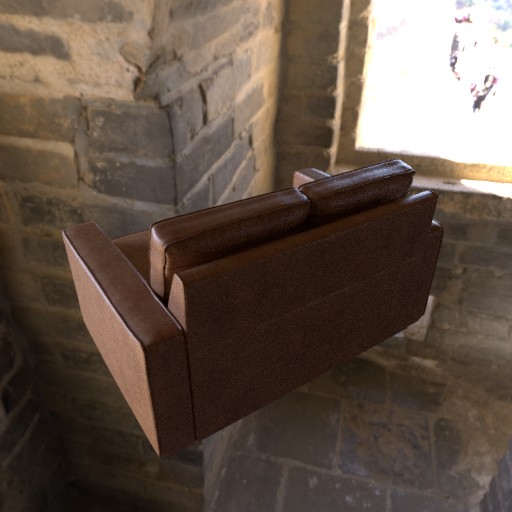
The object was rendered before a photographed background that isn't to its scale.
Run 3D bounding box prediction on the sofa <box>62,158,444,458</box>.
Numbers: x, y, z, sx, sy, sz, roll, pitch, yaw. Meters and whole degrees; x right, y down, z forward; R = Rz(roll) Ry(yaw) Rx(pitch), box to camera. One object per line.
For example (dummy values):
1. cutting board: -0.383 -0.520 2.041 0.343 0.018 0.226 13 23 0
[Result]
1. sofa: 0.000 0.000 2.127 1.532 0.896 1.020 -19 35 -29
